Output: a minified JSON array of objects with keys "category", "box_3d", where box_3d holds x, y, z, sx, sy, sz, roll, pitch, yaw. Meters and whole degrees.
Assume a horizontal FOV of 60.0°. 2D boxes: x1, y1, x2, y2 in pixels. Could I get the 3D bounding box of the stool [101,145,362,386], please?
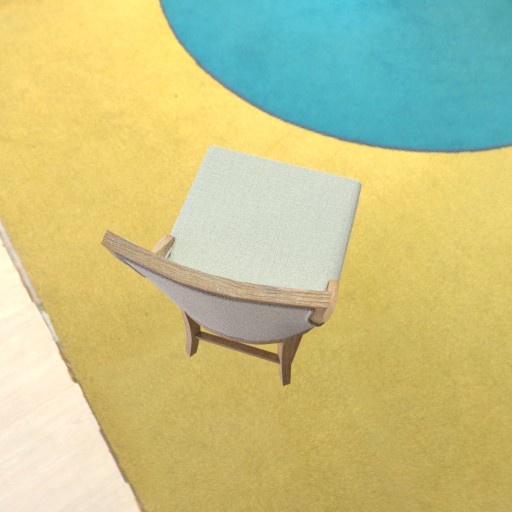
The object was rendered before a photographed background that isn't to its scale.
[{"category":"stool","box_3d":[0.000,0.000,1.335,0.524,0.938,0.626,15,64,8]}]
